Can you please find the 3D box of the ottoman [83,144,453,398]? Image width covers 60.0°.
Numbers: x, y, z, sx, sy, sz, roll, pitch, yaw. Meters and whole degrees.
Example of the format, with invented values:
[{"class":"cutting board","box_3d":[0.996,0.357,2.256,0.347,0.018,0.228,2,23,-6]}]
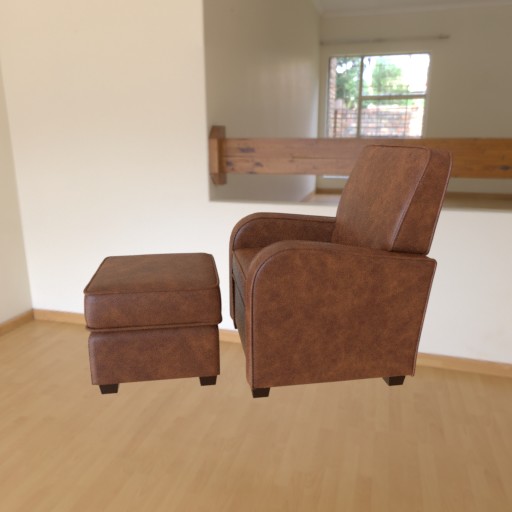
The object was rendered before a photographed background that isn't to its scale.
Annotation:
[{"class":"ottoman","box_3d":[0.000,0.000,1.847,1.314,0.904,0.732,-2,15,-9]}]
